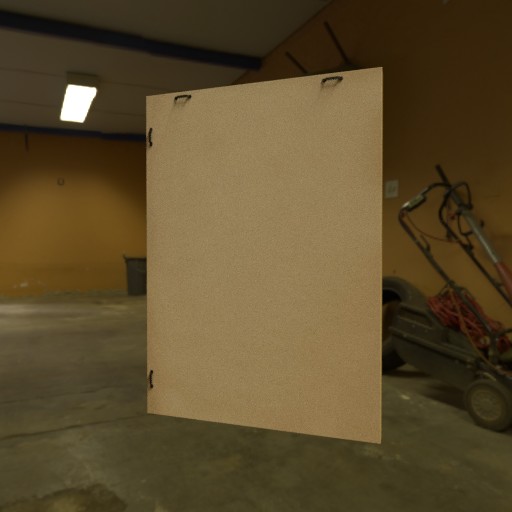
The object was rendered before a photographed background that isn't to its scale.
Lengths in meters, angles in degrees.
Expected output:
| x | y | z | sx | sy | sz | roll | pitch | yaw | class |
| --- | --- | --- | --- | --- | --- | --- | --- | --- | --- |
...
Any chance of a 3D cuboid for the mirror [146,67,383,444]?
| x | y | z | sx | sy | sz | roll | pitch | yaw | class |
| --- | --- | --- | --- | --- | --- | --- | --- | --- | --- |
| 0.000 | 0.000 | 0.928 | 0.507 | 0.710 | 0.039 | 0 | 1 | 18 | mirror |
